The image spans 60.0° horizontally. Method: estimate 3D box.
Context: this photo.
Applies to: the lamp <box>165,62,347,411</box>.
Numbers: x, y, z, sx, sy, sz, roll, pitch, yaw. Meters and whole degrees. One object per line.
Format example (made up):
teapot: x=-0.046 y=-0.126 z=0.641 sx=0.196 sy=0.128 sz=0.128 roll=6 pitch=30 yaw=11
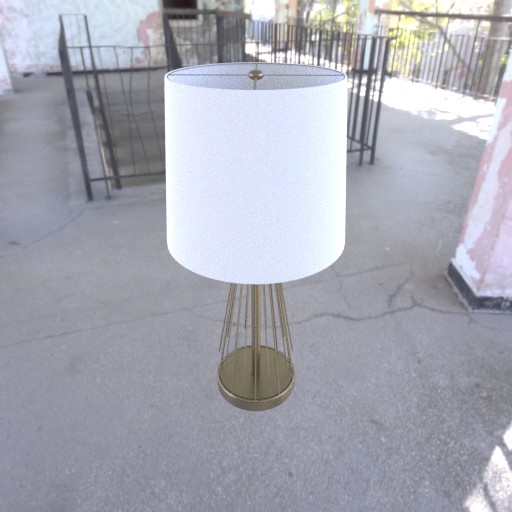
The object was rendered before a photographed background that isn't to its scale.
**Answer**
lamp: x=0.000 y=0.000 z=0.789 sx=0.303 sy=0.618 sz=0.303 roll=0 pitch=30 yaw=0
